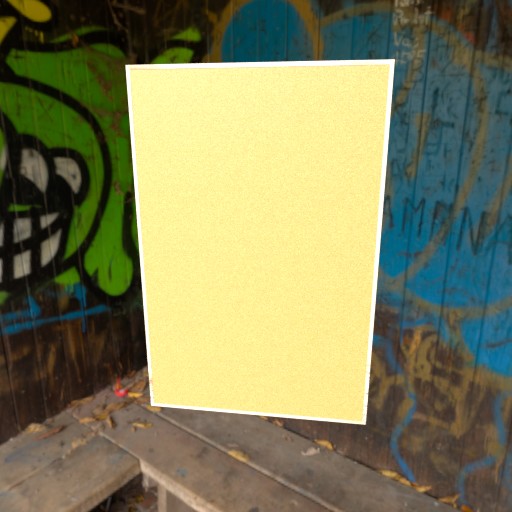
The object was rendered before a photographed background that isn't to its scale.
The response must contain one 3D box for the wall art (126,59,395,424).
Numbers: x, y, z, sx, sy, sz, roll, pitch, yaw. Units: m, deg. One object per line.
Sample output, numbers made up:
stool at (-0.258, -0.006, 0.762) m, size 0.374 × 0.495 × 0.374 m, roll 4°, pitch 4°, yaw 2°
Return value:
wall art at (0.000, 0.000, 0.952) m, size 0.508 × 0.764 × 0.038 m, roll 2°, pitch 16°, yaw 8°
